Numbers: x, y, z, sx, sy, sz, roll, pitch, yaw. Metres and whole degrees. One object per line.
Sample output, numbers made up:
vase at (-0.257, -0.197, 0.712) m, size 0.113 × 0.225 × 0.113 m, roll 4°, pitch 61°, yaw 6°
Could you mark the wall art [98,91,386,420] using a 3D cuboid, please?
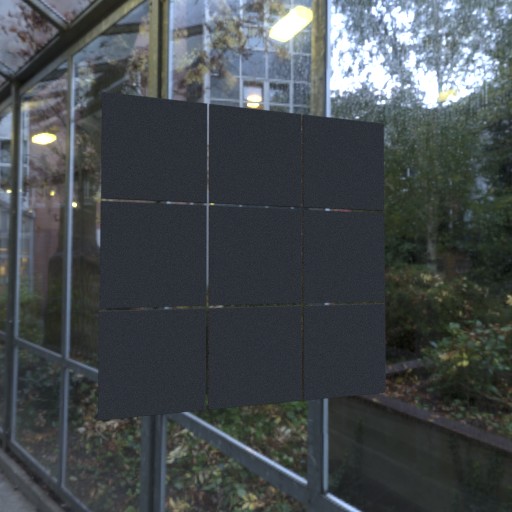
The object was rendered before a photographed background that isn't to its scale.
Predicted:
wall art at (0.000, 0.000, 1.824) m, size 1.216 × 1.216 × 0.013 m, roll 0°, pitch -2°, yaw -18°
